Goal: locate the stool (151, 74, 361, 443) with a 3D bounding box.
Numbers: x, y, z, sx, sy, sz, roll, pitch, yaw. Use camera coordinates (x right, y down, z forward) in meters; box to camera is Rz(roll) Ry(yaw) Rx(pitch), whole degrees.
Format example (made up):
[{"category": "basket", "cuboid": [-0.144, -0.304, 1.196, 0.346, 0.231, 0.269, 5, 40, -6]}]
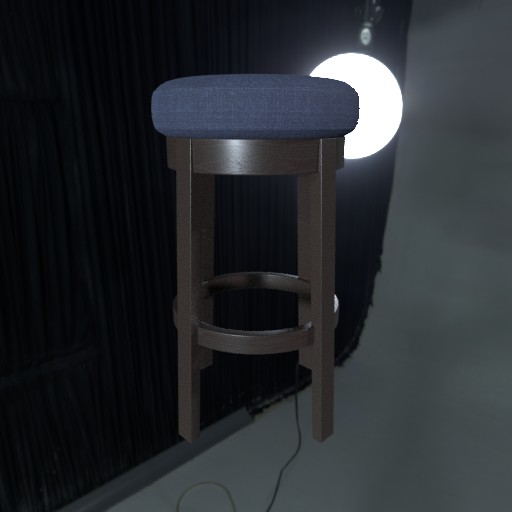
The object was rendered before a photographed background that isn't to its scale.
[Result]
[{"category": "stool", "cuboid": [0.000, 0.000, 1.022, 0.446, 0.758, 0.446, 0, 17, 0]}]
